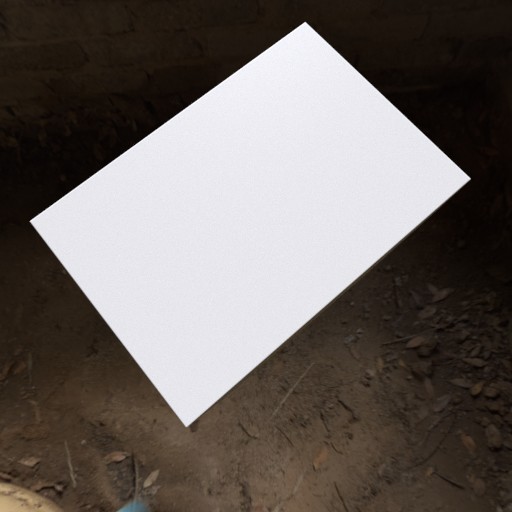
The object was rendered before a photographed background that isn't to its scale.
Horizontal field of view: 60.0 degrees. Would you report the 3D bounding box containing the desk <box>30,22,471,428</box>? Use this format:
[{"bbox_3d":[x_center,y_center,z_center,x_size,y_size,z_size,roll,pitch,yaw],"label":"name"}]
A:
[{"bbox_3d":[0.000,0.000,1.066,0.600,0.730,0.404,-39,79,-10],"label":"desk"}]
